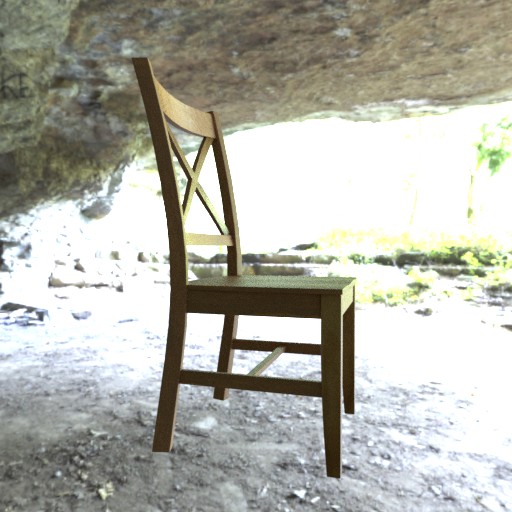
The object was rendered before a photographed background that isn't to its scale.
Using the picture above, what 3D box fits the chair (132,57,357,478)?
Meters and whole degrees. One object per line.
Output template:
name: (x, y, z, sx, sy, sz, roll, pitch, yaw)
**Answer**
chair: (0.000, 0.000, 1.259, 0.542, 0.983, 0.485, 0, 1, 17)
